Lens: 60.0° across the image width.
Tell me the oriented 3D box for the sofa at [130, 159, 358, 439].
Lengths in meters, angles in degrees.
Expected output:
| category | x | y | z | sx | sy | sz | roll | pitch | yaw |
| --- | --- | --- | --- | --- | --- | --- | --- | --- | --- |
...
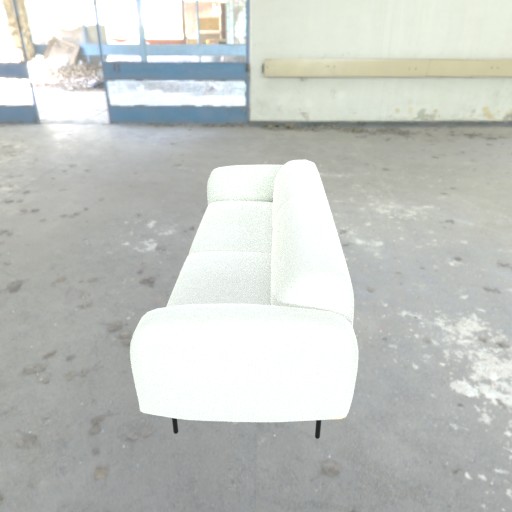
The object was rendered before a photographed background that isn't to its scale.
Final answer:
| category | x | y | z | sx | sy | sz | roll | pitch | yaw |
| --- | --- | --- | --- | --- | --- | --- | --- | --- | --- |
| sofa | 0.000 | 0.000 | 2.665 | 0.870 | 0.780 | 2.280 | 1 | 26 | 2 |
